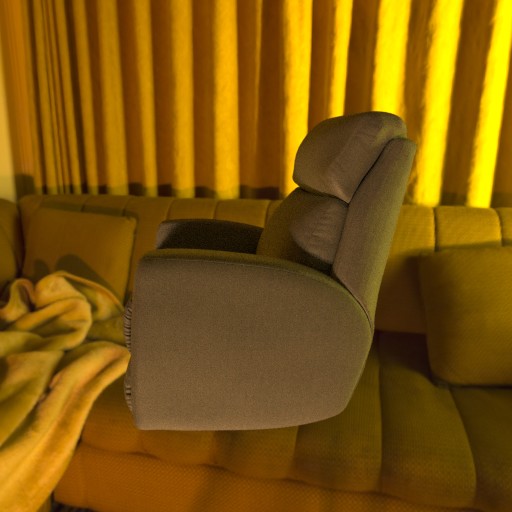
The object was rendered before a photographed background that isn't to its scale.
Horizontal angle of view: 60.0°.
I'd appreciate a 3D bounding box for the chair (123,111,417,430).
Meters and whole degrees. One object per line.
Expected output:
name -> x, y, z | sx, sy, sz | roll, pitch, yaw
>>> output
chair -> 0.000, 0.000, 1.666 | 0.940, 1.016, 0.794 | -2, 14, -7
